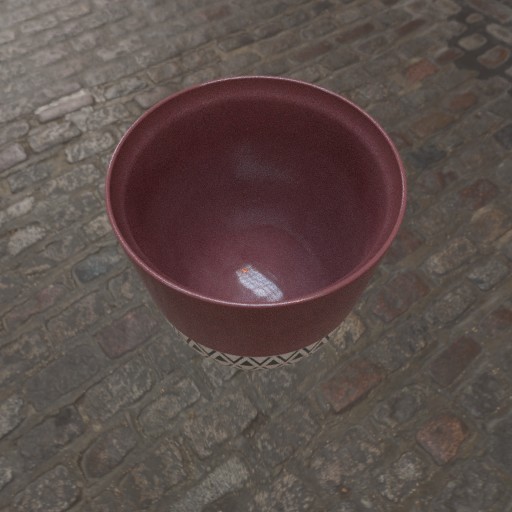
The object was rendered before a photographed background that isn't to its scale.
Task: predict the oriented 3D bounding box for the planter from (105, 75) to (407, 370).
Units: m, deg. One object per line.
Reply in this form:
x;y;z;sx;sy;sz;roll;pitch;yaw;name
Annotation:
0.000;0.000;0.380;0.195;0.214;0.195;0;59;0;planter
